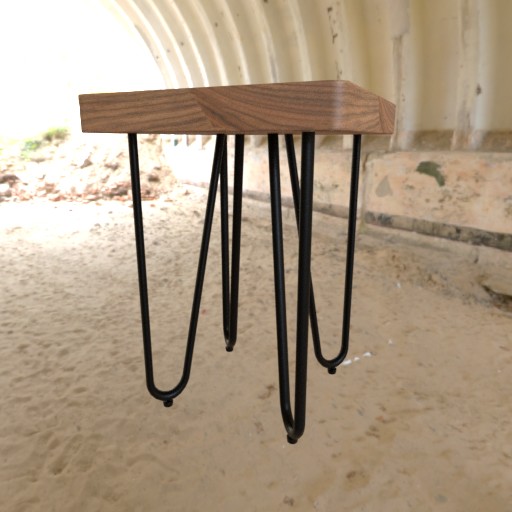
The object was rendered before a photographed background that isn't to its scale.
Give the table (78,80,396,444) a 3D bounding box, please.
[{"bbox_3d":[0.000,0.000,0.962,0.479,0.641,0.480,7,16,24],"label":"table"}]
